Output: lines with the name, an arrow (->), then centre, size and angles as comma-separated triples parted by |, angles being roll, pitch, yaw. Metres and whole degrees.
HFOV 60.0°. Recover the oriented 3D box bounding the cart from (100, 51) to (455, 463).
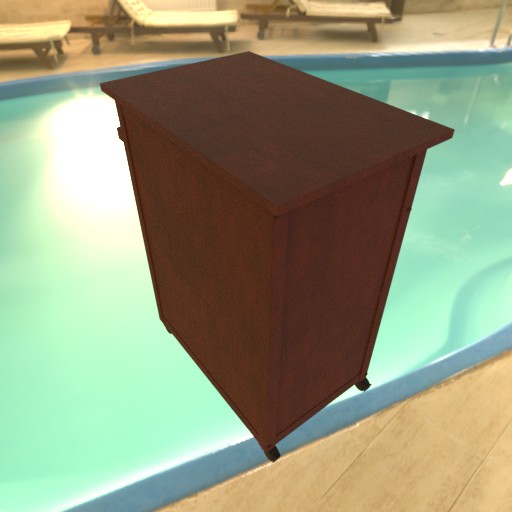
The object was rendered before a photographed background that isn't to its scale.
cart -> 0.000, 0.000, 1.235 | 0.442, 0.864, 0.683 | -26, 46, -28
